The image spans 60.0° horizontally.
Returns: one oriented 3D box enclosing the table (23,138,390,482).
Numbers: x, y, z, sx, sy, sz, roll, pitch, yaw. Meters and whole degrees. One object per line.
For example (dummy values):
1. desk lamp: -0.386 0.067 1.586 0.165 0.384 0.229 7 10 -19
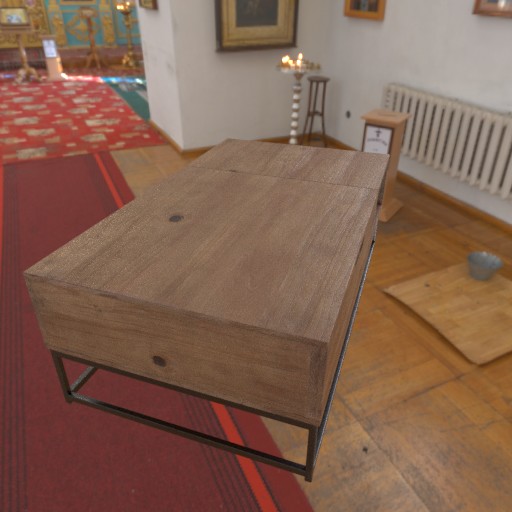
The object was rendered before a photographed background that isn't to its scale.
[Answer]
1. table: 0.000 0.000 1.382 0.655 0.395 1.101 10 32 17
